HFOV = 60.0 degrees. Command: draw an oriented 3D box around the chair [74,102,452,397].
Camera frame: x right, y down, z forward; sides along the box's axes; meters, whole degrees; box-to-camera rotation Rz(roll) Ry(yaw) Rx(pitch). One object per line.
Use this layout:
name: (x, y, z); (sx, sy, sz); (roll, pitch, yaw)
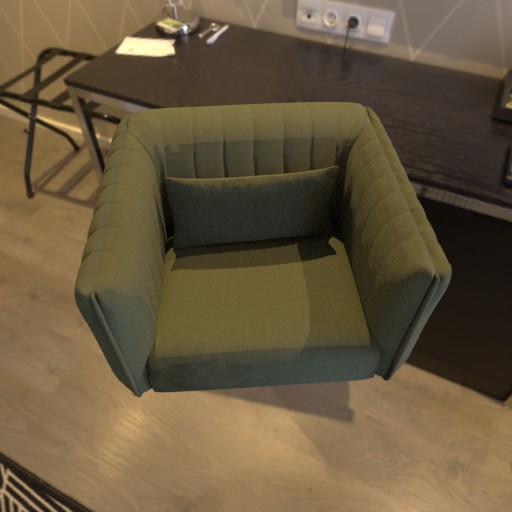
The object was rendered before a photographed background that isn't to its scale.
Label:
chair: (0.000, 0.000, 1.647); (1.032, 0.794, 0.877); (-3, 49, -3)
